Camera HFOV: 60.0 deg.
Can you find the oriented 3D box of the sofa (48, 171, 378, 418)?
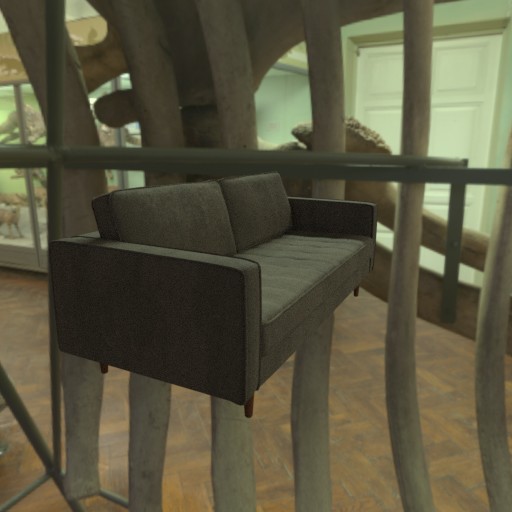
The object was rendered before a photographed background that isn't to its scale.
[{"bbox_3d":[0.000,0.000,2.421,0.924,0.825,1.920,7,15,26],"label":"sofa"}]
